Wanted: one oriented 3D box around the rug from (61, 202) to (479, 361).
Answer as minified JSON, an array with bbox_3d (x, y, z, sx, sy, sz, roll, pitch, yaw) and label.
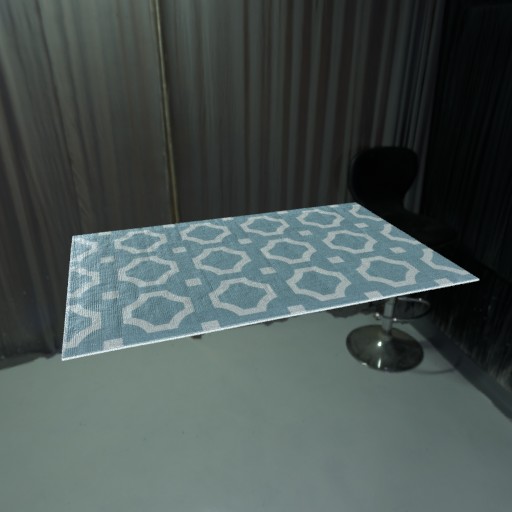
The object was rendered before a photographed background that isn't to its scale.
[{"bbox_3d":[0.000,0.000,3.080,2.443,0.015,1.528,-8,27,-17],"label":"rug"}]
